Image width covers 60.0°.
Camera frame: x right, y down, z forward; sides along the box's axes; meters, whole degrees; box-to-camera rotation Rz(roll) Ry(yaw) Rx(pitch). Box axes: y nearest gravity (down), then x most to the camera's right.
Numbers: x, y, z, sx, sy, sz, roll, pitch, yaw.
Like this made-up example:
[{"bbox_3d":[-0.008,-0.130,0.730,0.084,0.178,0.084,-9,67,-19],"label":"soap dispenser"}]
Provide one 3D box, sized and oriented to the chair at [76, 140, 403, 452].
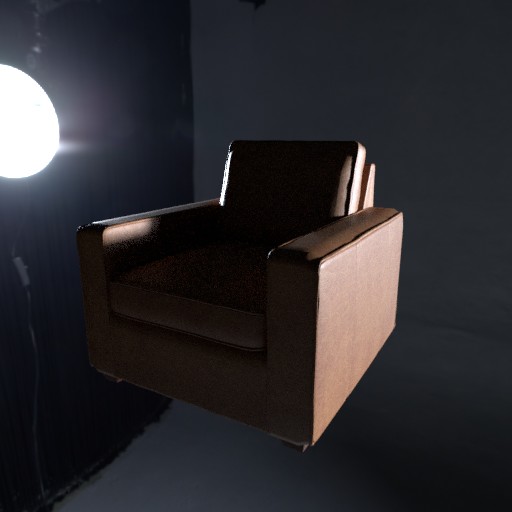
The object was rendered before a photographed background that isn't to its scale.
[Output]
[{"bbox_3d":[0.000,0.000,1.785,0.987,0.901,1.027,8,17,26],"label":"chair"}]
